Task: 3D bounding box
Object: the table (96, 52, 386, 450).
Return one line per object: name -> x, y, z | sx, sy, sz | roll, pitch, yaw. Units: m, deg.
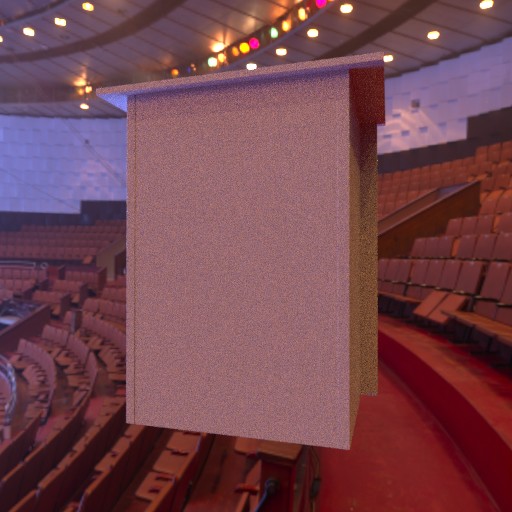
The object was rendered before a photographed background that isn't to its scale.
table -> 0.000, 0.000, 1.052 | 0.589, 0.711, 0.406 | 0, 0, 17
